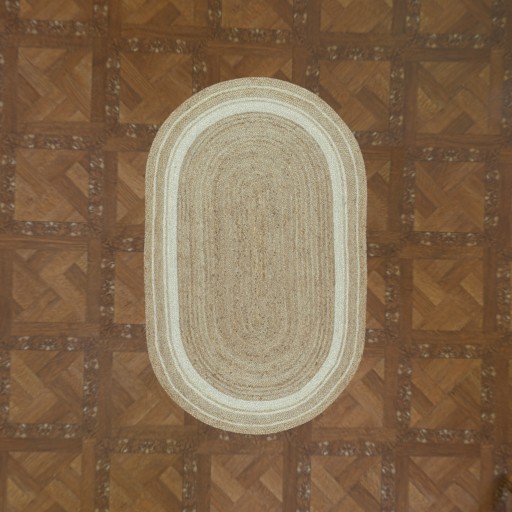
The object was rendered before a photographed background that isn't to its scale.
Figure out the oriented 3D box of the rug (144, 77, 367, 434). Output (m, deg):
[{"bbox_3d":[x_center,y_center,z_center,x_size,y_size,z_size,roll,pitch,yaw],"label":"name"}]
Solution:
[{"bbox_3d":[0.000,0.000,3.018,1.520,0.006,2.432,0,90,-1],"label":"rug"}]
